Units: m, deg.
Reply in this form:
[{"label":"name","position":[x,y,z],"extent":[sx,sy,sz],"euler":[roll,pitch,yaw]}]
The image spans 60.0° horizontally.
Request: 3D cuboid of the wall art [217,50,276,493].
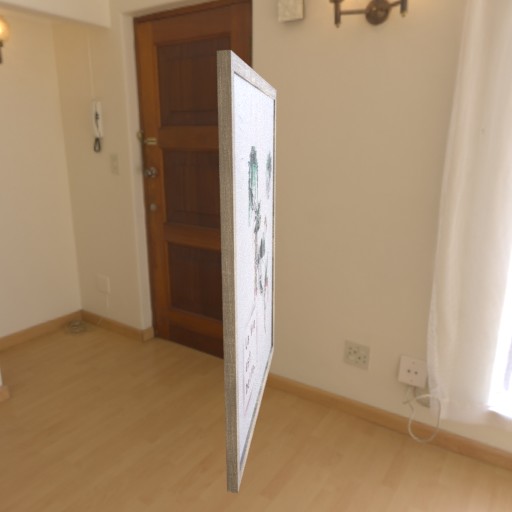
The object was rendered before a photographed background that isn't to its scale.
[{"label":"wall art","position":[0.000,0.000,1.352],"extent":[0.035,1.022,0.781],"euler":[2,15,8]}]
